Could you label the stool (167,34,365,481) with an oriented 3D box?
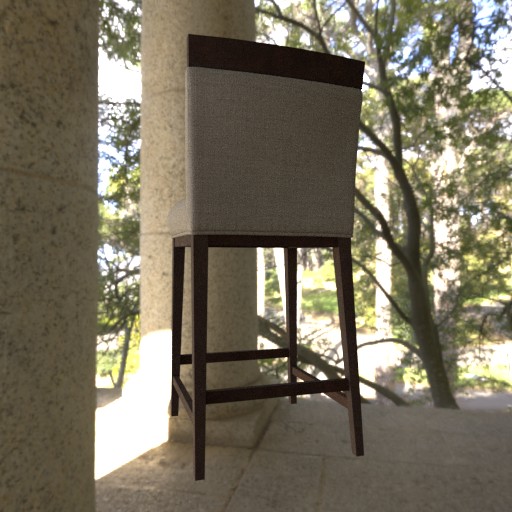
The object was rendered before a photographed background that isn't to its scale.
[{"bbox_3d":[0.000,0.000,1.404,0.511,1.117,0.531,0,-1,-18],"label":"stool"}]
